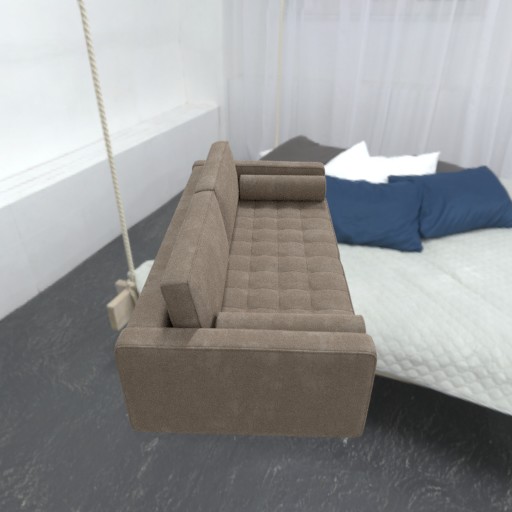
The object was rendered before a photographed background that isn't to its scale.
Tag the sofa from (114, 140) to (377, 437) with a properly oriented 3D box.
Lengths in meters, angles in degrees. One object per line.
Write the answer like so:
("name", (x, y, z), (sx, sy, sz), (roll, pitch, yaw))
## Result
("sofa", (0.000, 0.000, 2.353), (0.920, 0.769, 1.883), (1, 32, 2))
